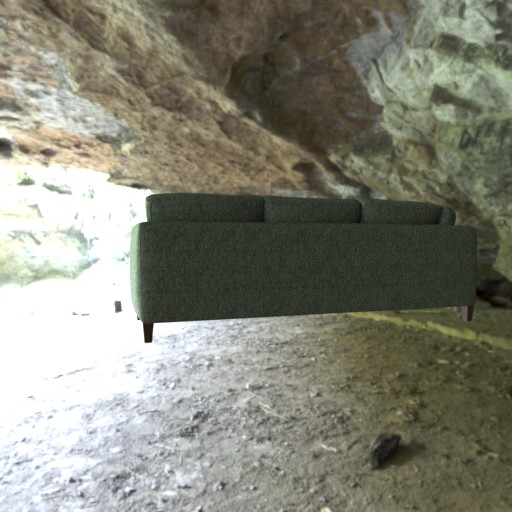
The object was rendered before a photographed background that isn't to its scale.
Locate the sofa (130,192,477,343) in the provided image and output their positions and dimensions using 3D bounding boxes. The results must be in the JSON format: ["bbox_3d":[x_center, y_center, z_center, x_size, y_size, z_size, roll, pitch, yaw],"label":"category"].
[{"bbox_3d":[0.000,0.000,4.586,2.593,0.947,3.302,-1,2,-18],"label":"sofa"}]
